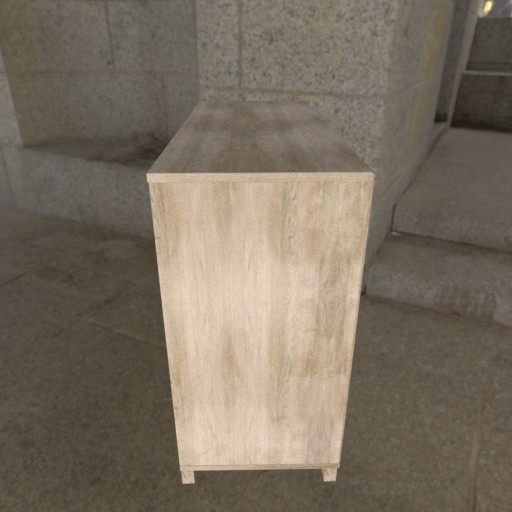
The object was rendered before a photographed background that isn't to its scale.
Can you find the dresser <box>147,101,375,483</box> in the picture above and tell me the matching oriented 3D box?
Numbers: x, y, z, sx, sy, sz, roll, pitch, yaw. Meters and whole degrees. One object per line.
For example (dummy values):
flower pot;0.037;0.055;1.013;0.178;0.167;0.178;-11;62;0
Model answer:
dresser;0.000;0.000;1.408;0.404;0.816;0.994;0;26;-1
